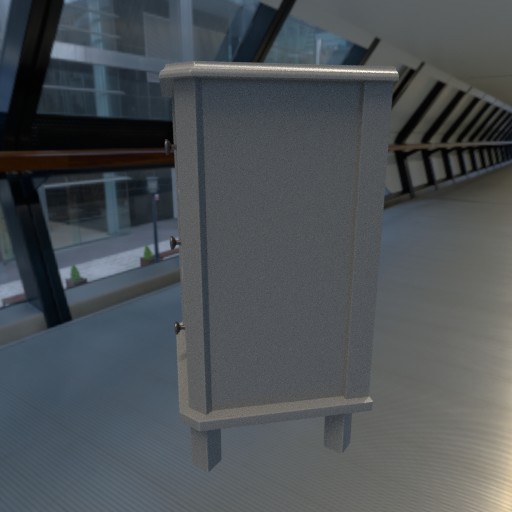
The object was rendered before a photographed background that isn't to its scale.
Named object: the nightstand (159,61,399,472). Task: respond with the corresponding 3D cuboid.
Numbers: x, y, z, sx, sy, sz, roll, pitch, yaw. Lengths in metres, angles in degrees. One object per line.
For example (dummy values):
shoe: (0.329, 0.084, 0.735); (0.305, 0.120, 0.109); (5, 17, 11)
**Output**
nightstand: (0.000, 0.000, 0.915); (0.348, 0.680, 0.435); (-3, 16, -10)
